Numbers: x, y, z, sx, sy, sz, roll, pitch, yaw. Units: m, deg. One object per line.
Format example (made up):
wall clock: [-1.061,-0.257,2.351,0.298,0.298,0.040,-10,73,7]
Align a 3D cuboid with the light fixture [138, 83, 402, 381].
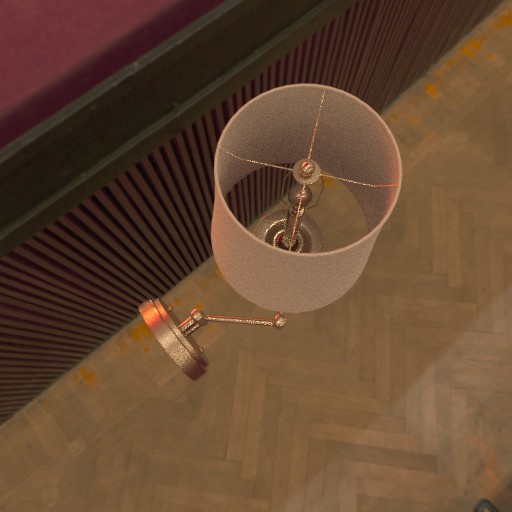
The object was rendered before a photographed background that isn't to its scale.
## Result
light fixture: [0.000,0.000,0.589,0.348,0.381,0.223,-38,79,-9]
